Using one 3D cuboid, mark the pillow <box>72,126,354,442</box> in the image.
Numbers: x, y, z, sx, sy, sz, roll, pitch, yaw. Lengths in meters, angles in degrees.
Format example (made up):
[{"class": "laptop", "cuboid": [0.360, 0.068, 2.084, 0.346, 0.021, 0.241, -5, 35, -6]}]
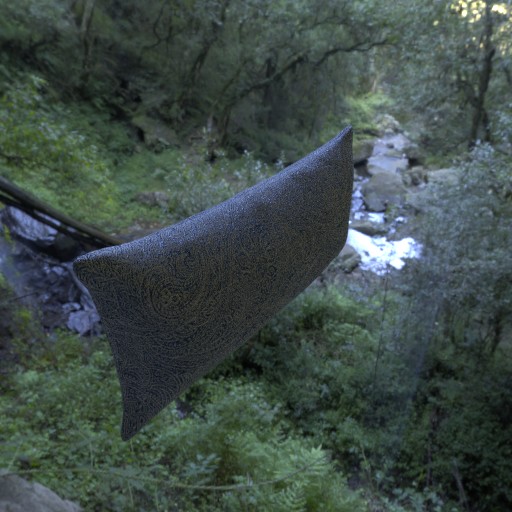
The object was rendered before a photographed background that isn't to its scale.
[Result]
[{"class": "pillow", "cuboid": [0.000, 0.000, 0.731, 0.151, 0.295, 0.615, 22, 38, 31]}]
